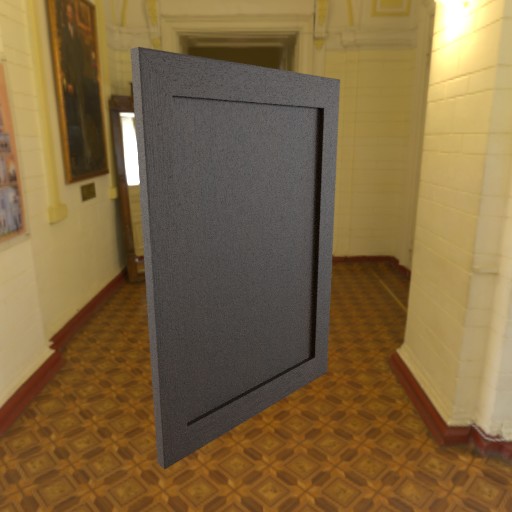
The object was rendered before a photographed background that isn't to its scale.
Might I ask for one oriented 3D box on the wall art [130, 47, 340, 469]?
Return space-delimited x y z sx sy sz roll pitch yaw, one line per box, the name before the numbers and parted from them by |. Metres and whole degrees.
wall art | 0.000 0.000 0.649 0.359 0.513 0.017 -14 20 -43
